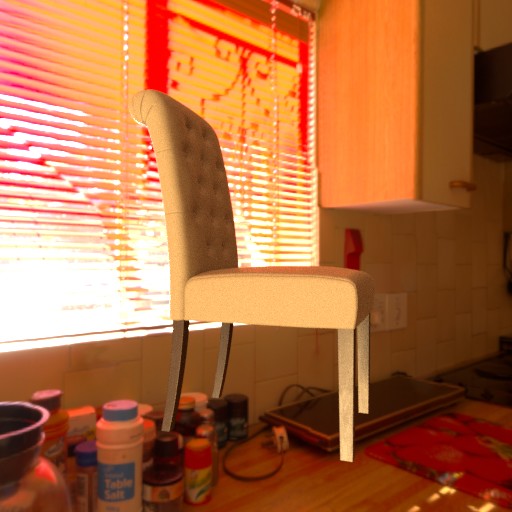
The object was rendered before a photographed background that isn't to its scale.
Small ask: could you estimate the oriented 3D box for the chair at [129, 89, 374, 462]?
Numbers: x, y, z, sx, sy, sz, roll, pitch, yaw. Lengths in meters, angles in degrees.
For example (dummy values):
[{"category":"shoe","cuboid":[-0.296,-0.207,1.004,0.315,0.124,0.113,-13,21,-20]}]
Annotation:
[{"category":"chair","cuboid":[0.000,0.000,1.374,0.671,1.006,0.456,0,-1,20]}]
